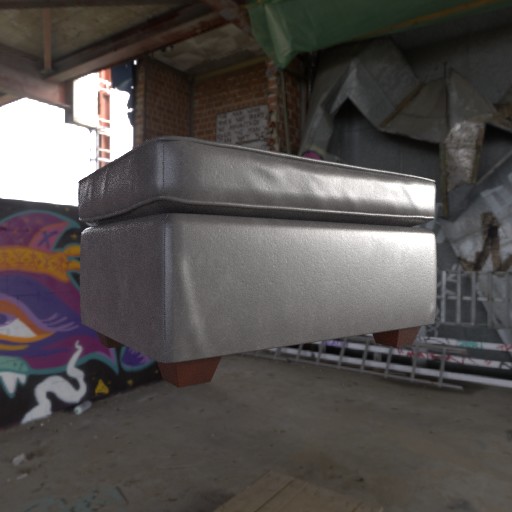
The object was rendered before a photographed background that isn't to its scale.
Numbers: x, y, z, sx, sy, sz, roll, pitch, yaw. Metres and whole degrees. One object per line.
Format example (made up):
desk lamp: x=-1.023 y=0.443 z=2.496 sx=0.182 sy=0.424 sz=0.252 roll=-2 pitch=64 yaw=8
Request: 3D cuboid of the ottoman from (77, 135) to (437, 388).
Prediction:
ottoman: x=0.000 y=0.000 z=1.115 sx=0.756 sy=0.445 sz=0.554 roll=0 pitch=0 yaw=-35
